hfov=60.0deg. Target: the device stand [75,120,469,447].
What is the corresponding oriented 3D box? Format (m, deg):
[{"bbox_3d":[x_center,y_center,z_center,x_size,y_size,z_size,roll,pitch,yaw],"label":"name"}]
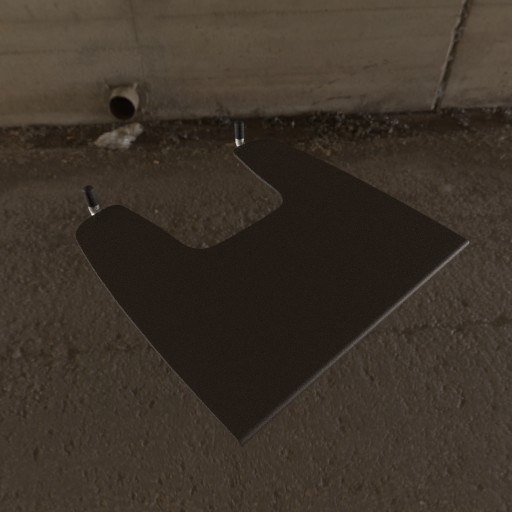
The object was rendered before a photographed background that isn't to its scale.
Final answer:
[{"bbox_3d":[0.000,0.000,0.358,0.230,0.092,0.230,-32,53,-28],"label":"device stand"}]
